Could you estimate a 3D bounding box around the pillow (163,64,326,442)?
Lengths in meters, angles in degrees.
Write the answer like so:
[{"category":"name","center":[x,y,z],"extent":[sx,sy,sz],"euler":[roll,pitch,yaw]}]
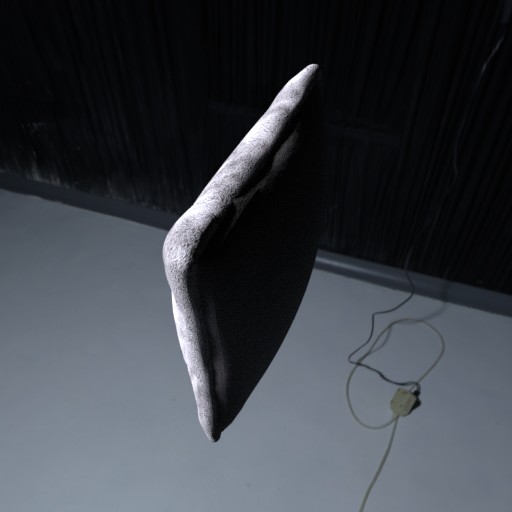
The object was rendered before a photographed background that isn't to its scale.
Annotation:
[{"category":"pillow","center":[0.000,0.000,0.821],"extent":[0.204,0.520,0.522],"euler":[16,49,15]}]
